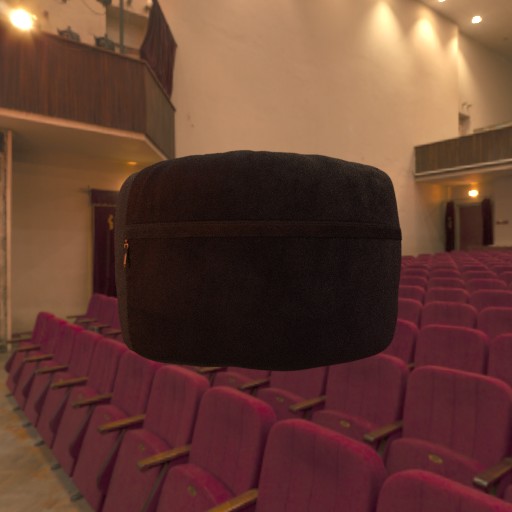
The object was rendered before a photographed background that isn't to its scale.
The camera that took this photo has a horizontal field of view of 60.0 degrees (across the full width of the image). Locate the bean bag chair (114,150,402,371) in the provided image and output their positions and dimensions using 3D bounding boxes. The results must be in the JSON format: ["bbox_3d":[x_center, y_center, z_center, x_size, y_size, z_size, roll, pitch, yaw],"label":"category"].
[{"bbox_3d":[0.000,0.000,1.969,1.219,0.762,1.219,0,1,0],"label":"bean bag chair"}]
